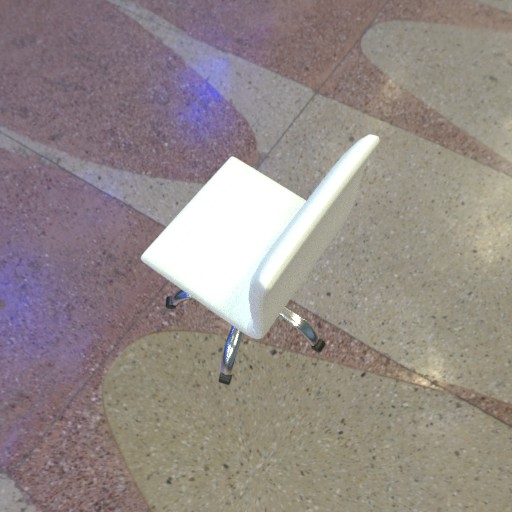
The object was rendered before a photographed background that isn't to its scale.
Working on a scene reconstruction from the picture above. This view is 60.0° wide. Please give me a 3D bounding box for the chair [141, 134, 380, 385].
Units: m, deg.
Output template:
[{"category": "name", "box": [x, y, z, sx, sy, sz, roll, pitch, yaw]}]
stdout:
[{"category": "chair", "box": [0.000, 0.000, 1.169, 0.530, 0.780, 0.556, 32, 68, 15]}]
